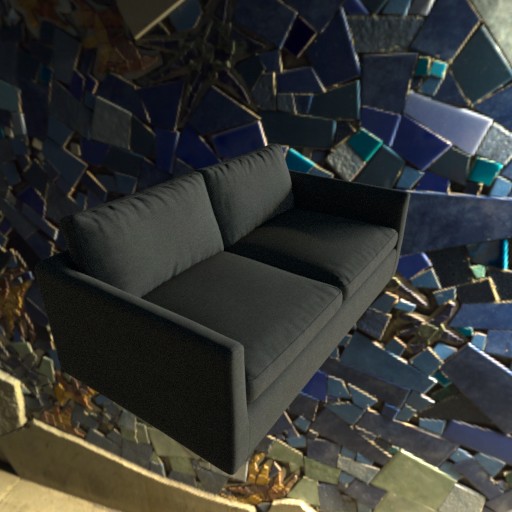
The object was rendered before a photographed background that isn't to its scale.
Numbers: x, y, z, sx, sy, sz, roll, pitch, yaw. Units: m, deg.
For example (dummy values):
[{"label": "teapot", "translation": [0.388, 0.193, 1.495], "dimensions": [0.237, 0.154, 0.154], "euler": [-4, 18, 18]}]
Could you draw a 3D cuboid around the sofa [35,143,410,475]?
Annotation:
[{"label": "sofa", "translation": [0.000, 0.000, 2.457], "dimensions": [1.091, 0.845, 1.909], "euler": [17, 31, 30]}]
